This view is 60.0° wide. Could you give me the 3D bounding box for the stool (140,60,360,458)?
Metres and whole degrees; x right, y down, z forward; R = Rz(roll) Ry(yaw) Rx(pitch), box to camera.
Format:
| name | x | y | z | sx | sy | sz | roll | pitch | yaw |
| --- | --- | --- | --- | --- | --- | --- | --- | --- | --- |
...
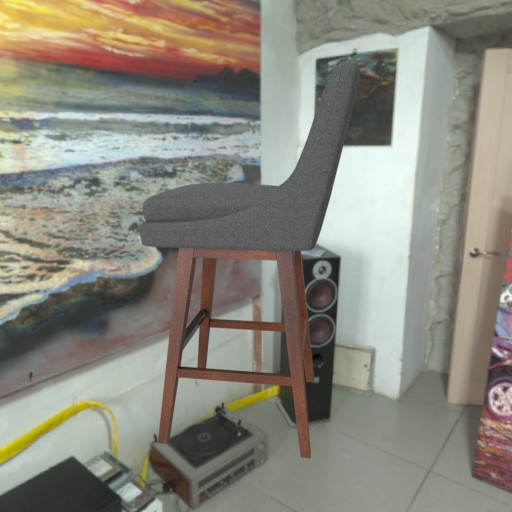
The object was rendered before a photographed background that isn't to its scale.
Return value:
| name | x | y | z | sx | sy | sz | roll | pitch | yaw |
| --- | --- | --- | --- | --- | --- | --- | --- | --- | --- |
| stool | 0.000 | 0.000 | 1.274 | 0.524 | 0.977 | 0.447 | 2 | 14 | 8 |
